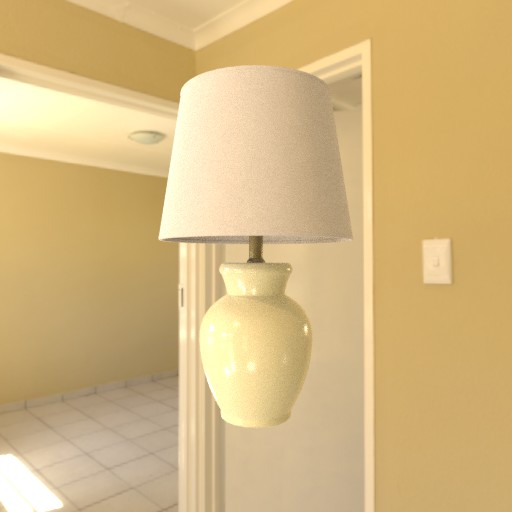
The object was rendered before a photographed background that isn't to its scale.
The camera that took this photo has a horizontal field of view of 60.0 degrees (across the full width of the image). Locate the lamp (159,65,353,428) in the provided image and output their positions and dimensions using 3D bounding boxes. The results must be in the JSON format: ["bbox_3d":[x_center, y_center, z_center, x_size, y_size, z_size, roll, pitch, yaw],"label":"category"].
[{"bbox_3d":[0.000,0.000,0.557,0.239,0.399,0.239,0,-1,0],"label":"lamp"}]
